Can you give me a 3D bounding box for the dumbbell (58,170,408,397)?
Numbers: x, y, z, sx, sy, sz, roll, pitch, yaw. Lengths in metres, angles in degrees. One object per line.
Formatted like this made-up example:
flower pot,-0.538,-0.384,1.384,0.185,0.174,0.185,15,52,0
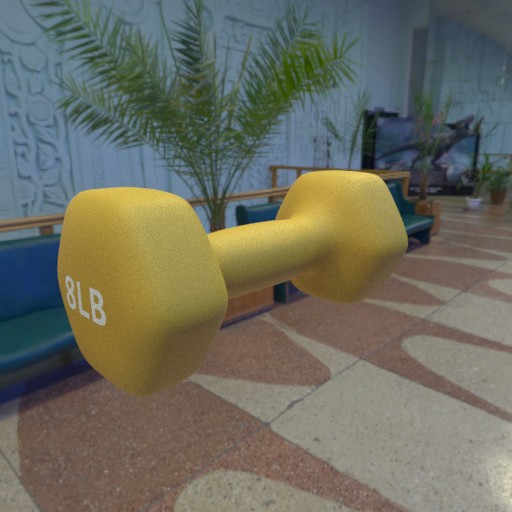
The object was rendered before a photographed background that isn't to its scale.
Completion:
dumbbell,0.000,0.000,0.236,0.190,0.082,0.090,-14,20,-42
